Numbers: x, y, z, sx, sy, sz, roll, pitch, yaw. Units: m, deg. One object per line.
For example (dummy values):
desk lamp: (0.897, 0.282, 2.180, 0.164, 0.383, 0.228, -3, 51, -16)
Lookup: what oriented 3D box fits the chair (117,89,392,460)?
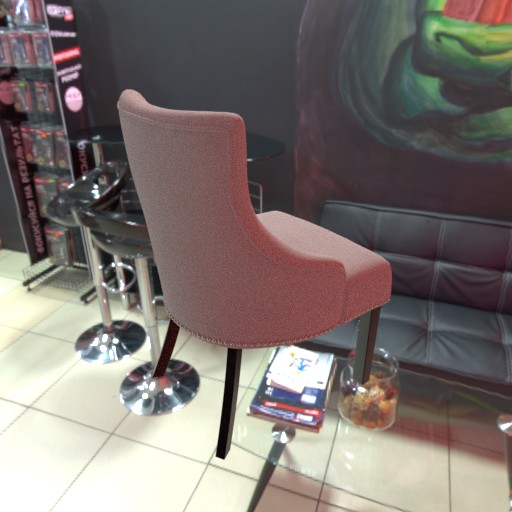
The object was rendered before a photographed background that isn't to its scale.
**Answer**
chair: (0.000, 0.000, 1.297, 0.629, 0.909, 0.566, -19, 33, -33)
